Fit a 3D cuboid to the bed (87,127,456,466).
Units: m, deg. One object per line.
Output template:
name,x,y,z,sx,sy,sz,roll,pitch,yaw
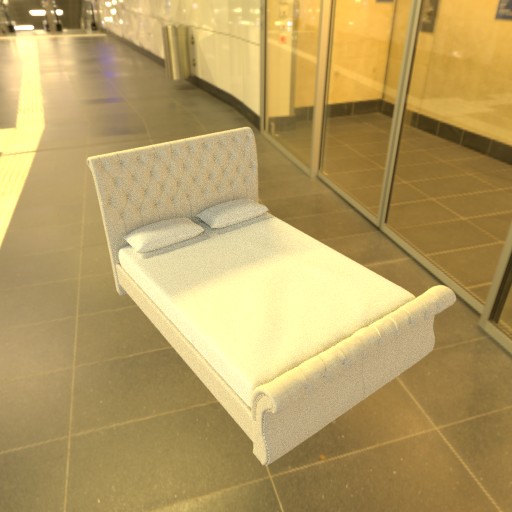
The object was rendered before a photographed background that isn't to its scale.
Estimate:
bed,0.000,0.000,3.475,1.606,1.268,2.493,-21,37,-31
